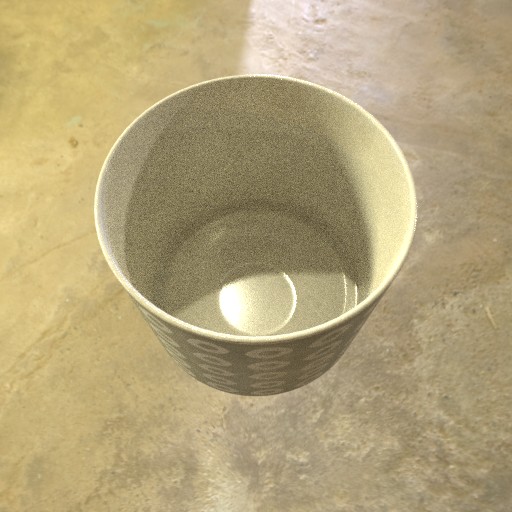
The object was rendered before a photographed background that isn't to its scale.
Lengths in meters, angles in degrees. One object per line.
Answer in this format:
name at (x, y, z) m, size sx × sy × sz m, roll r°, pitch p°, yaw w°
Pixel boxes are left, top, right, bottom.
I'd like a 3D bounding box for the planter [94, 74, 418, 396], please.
planter at (0.000, 0.000, 0.452) m, size 0.250 × 0.239 × 0.250 m, roll 0°, pitch 63°, yaw 0°
